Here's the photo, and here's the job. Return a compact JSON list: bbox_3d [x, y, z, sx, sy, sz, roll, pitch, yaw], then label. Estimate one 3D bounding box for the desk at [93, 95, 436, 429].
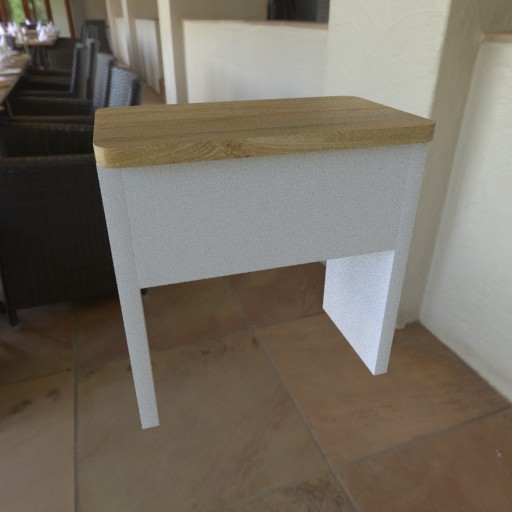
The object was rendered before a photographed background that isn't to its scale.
[{"bbox_3d":[0.000,0.000,1.282,0.760,0.790,0.440,-8,29,-15],"label":"desk"}]
